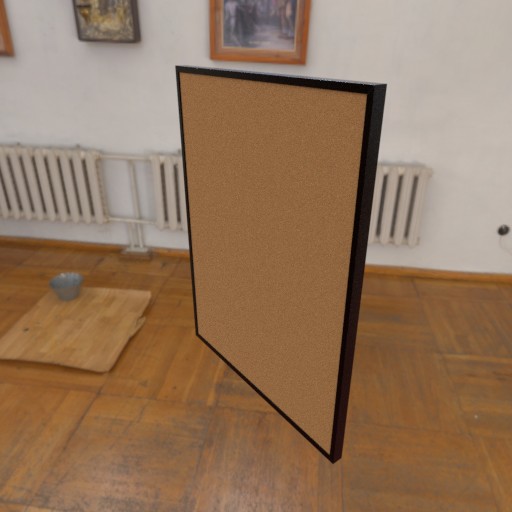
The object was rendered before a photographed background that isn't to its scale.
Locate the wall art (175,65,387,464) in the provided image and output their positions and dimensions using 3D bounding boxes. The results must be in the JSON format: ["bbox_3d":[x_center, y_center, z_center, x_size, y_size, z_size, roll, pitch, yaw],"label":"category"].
[{"bbox_3d":[0.000,0.000,1.385,0.040,1.062,0.805,-19,32,-33],"label":"wall art"}]
